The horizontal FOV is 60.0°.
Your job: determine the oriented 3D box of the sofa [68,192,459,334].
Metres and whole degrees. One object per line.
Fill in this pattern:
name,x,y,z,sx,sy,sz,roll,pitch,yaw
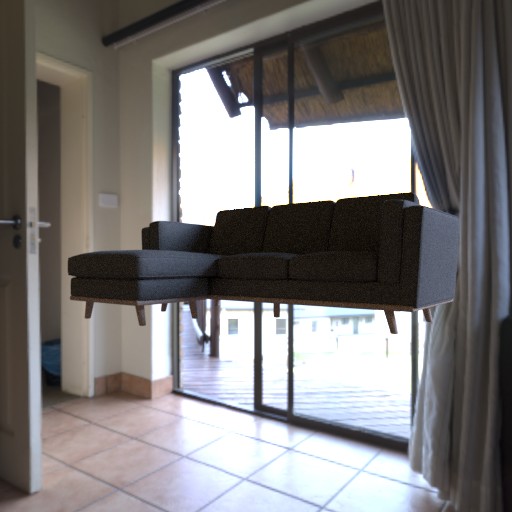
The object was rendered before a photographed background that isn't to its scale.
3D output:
sofa,0.000,0.000,3.191,2.411,0.929,1.604,-1,-1,37
